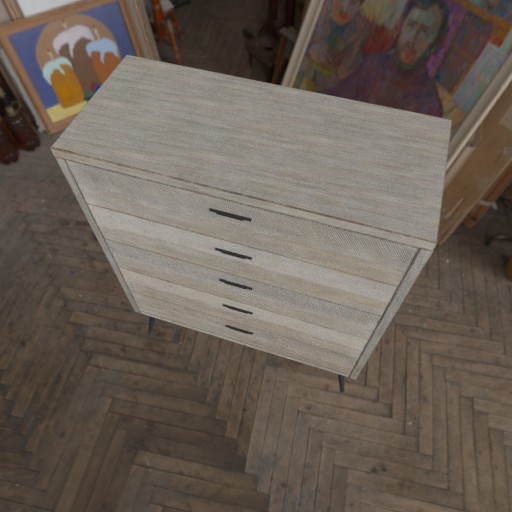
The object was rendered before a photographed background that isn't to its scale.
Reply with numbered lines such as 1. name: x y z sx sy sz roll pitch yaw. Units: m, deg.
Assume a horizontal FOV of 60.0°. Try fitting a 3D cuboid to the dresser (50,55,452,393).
1. dresser: 0.000 0.000 1.724 1.016 1.219 0.457 15 58 10
